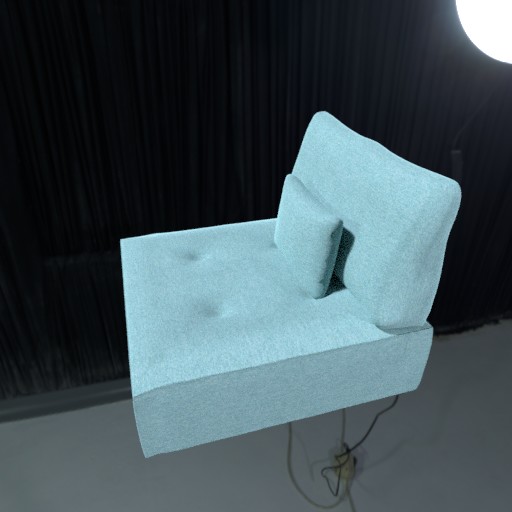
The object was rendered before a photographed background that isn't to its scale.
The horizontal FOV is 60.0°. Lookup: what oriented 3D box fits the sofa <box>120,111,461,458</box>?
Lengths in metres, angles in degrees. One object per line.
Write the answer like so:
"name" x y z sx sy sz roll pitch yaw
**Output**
"sofa" 0.000 0.000 1.676 1.000 0.820 0.930 -9 32 -14
